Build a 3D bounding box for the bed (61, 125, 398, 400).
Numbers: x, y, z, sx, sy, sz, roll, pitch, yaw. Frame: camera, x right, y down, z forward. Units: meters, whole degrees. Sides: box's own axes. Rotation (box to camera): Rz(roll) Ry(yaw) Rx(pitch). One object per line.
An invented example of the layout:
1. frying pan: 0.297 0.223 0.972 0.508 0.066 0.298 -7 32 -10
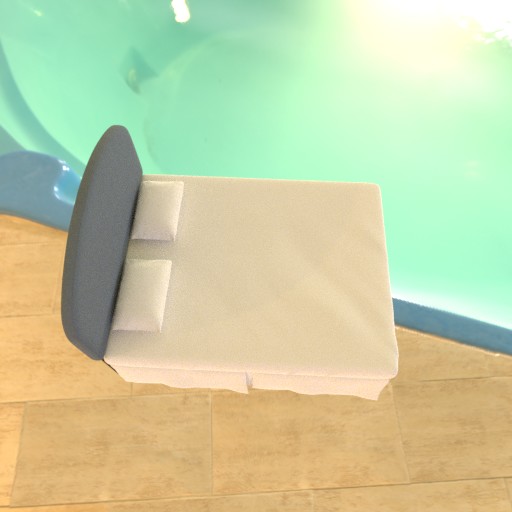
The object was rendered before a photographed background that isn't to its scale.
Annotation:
1. bed: 0.000 0.000 3.074 2.005 1.410 1.607 3 62 1
